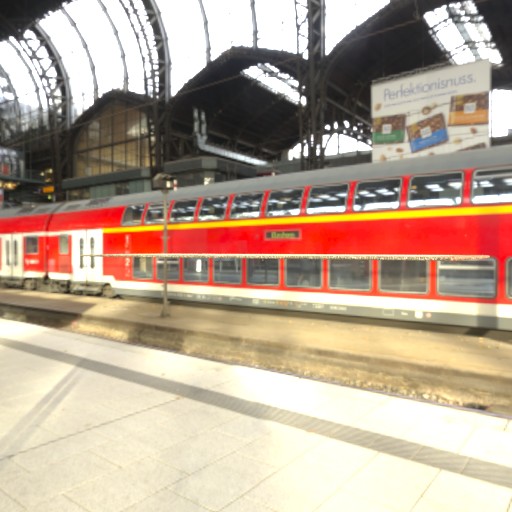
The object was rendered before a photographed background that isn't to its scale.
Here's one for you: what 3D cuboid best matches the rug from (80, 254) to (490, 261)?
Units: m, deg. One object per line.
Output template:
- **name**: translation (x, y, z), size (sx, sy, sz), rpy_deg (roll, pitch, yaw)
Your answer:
- **rug**: translation (0.000, 0.000, 2.671), size (2.413, 0.016, 0.810), rpy_deg (0, 1, 36)
